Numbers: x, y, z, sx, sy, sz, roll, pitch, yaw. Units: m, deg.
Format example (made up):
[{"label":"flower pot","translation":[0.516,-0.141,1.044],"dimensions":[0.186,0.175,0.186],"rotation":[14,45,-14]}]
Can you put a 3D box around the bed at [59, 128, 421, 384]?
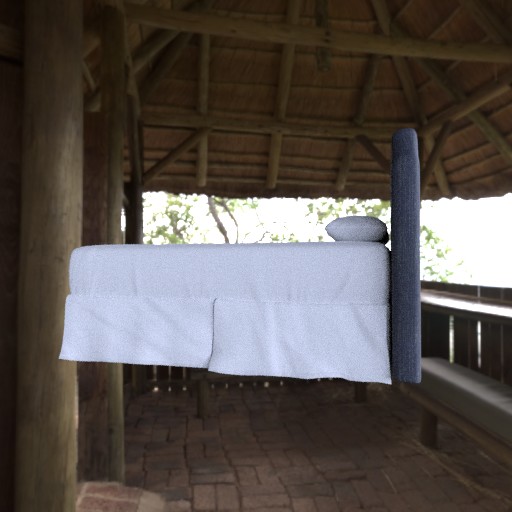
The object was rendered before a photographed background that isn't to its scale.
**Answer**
[{"label":"bed","translation":[0.000,0.000,3.164],"dimensions":[2.116,1.290,1.693],"rotation":[0,-1,17]}]
